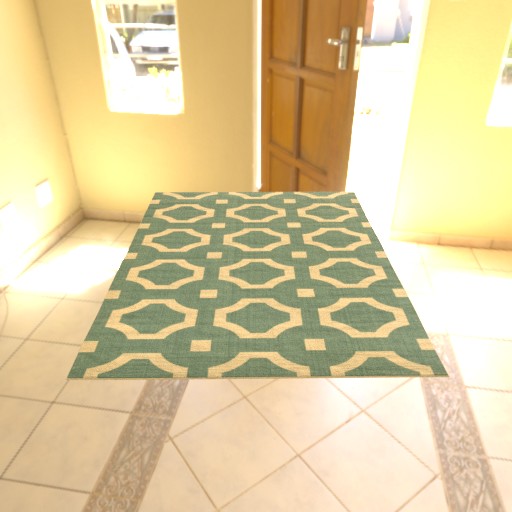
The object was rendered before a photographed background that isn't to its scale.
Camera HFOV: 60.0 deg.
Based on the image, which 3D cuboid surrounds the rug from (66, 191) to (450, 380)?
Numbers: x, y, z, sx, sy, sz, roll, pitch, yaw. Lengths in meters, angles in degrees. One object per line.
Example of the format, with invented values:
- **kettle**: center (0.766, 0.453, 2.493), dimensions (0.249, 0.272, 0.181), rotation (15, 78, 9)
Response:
- **rug**: center (0.000, 0.000, 4.148), dimensions (2.466, 0.021, 3.049), rotation (0, 31, 0)
